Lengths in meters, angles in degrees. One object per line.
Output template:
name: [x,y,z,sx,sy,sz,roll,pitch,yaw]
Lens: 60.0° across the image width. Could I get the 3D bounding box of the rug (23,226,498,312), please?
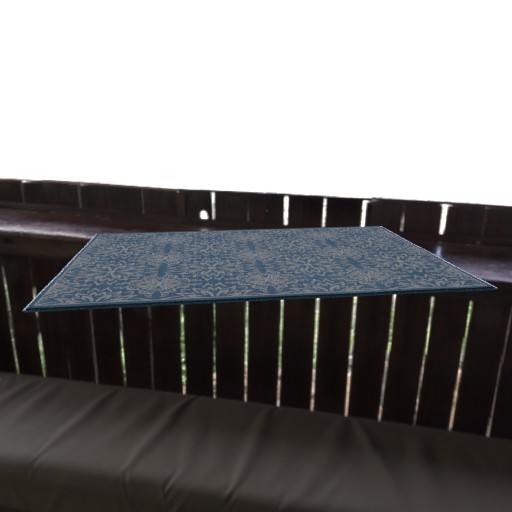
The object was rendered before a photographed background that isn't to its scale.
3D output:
rug: [0.000,0.000,3.426,2.769,0.018,1.830,-2,16,-7]
